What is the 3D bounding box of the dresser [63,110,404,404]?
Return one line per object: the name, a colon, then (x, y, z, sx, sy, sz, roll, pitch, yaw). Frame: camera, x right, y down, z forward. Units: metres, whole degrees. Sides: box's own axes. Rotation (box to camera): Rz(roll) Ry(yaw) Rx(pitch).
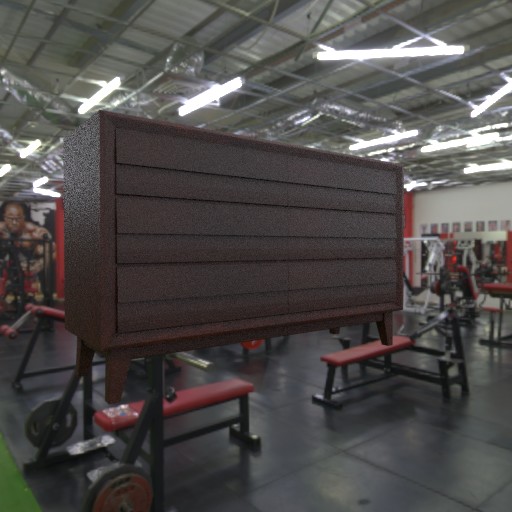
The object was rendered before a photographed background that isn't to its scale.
dresser: (0.000, 0.000, 2.111, 1.609, 0.971, 0.499, -1, 1, -36)
